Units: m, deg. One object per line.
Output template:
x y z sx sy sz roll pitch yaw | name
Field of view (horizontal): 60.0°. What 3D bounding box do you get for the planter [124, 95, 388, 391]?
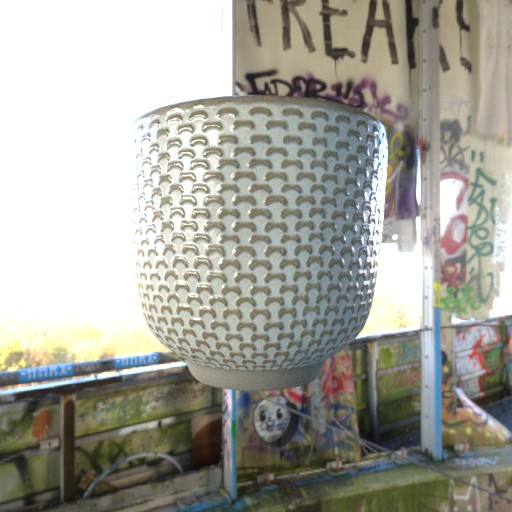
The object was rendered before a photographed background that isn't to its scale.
0.000 0.000 0.303 0.173 0.160 0.173 0 0 0 | planter
